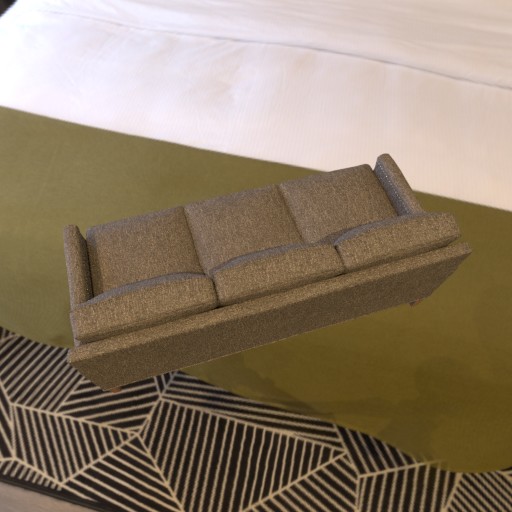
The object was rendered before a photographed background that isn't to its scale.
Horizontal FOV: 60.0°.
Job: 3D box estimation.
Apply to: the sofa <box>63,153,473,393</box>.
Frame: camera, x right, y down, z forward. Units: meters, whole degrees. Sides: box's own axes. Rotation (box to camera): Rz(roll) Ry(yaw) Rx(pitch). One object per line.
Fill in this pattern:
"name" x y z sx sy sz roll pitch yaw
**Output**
"sofa" 0.000 0.000 2.798 2.246 1.003 1.084 -14 59 -9
